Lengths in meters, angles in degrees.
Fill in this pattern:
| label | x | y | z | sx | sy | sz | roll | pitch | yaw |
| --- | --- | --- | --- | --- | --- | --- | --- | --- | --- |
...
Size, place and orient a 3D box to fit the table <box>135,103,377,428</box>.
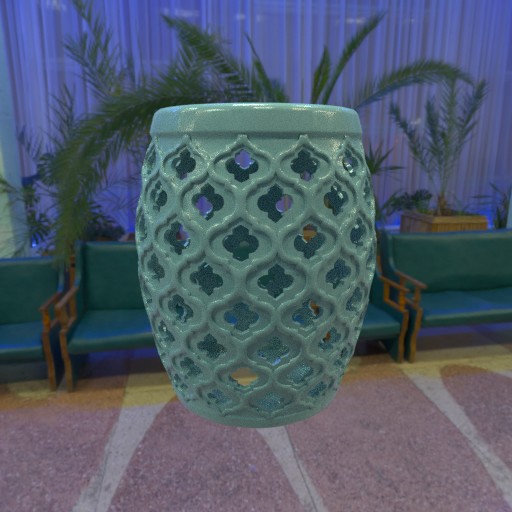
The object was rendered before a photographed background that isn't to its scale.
| label | x | y | z | sx | sy | sz | roll | pitch | yaw |
| --- | --- | --- | --- | --- | --- | --- | --- | --- | --- |
| table | 0.000 | 0.000 | 0.624 | 0.325 | 0.388 | 0.325 | 0 | 14 | 0 |
